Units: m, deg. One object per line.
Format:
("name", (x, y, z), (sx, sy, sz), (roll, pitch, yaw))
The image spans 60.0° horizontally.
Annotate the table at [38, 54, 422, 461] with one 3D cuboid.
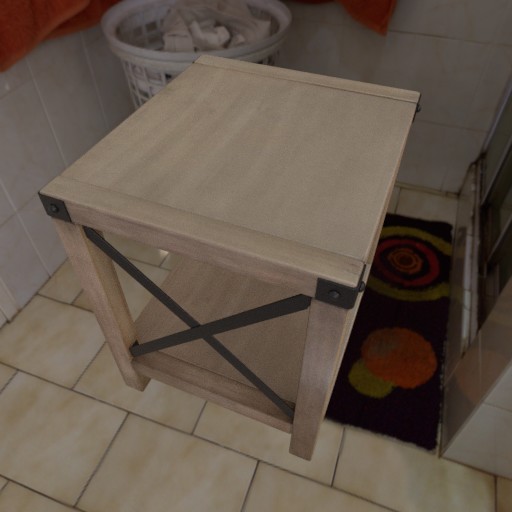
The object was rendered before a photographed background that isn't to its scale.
("table", (0.000, 0.000, 0.905), (0.459, 0.561, 0.510), (17, 49, 15))
